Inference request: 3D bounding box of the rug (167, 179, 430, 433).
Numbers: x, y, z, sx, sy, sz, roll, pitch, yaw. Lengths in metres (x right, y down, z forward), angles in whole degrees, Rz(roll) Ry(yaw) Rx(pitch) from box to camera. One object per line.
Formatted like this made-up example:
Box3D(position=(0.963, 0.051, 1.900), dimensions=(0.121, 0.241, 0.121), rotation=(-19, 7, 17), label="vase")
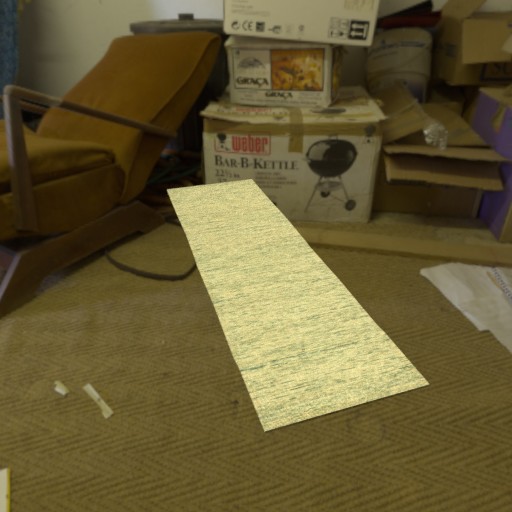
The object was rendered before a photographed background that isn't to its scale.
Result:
Box3D(position=(0.000, 0.000, 2.579), dimensions=(0.700, 0.014, 2.290), rotation=(-10, 33, -16), label="rug")
